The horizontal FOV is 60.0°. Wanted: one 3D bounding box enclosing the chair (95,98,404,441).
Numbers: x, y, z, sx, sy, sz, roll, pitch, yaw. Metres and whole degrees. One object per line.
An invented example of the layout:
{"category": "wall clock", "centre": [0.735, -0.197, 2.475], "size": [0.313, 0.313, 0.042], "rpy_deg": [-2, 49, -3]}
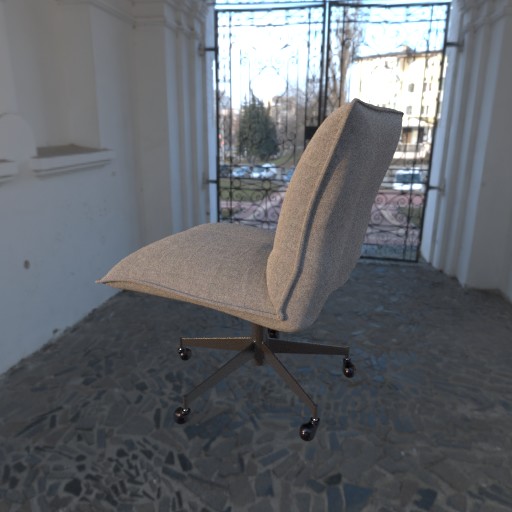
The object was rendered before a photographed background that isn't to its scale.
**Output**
{"category": "chair", "centre": [0.000, 0.000, 1.272], "size": [0.696, 0.811, 0.597], "rpy_deg": [8, 18, 25]}
